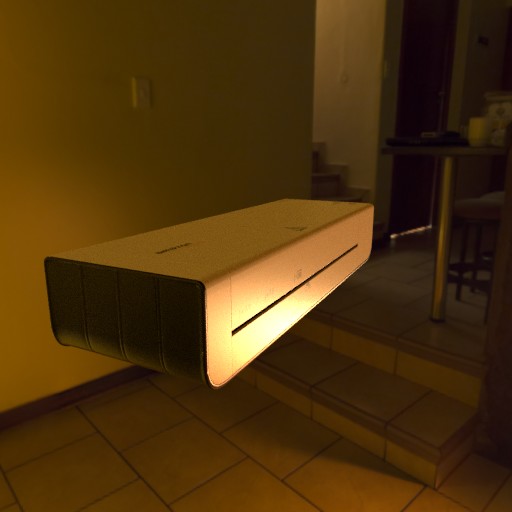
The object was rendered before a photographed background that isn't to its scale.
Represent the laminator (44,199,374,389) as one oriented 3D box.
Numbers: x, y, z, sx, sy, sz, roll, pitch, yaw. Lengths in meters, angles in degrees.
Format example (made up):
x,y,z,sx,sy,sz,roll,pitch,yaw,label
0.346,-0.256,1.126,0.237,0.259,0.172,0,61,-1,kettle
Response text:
x,y,z,sx,sy,sz,roll,pitch,yaw,label
0.000,0.000,0.386,0.123,0.062,0.340,7,15,27,laminator
